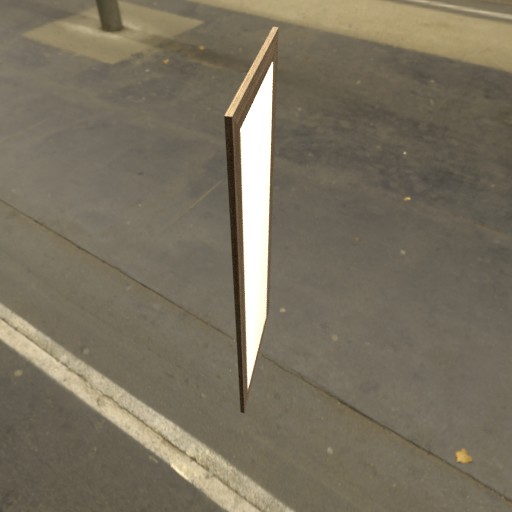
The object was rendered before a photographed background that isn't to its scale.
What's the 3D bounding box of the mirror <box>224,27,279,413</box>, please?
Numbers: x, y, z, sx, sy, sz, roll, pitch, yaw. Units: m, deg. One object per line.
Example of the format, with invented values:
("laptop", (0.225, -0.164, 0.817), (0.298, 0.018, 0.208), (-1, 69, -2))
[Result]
("mirror", (0.000, 0.000, 2.373), (0.025, 2.032, 0.812), (9, 46, 9))
